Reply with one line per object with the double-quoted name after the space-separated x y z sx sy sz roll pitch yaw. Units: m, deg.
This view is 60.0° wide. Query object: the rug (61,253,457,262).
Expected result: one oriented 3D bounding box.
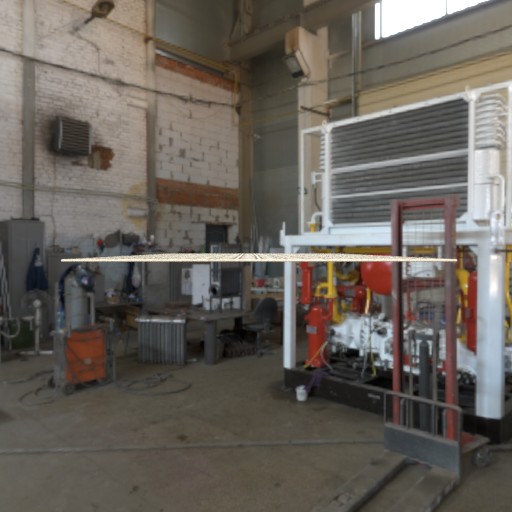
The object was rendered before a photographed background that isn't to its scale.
0.000 0.000 2.275 1.220 0.007 1.828 0 1 -1 "rug"
